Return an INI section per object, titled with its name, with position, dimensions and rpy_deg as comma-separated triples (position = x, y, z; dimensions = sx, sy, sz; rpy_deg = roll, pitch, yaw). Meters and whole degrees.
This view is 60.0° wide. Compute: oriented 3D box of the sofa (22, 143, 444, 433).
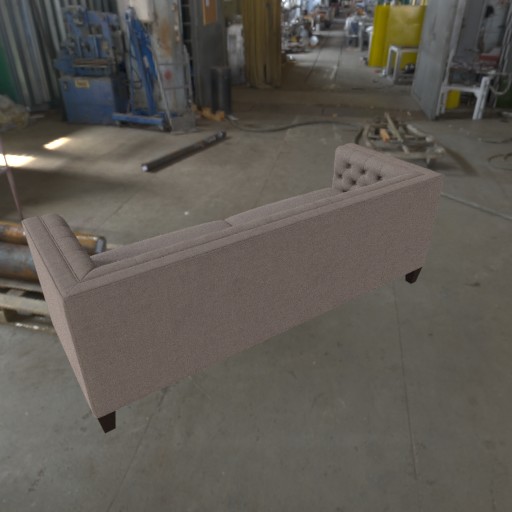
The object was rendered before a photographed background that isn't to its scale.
[sofa]
position = 0.000, 0.000, 2.529
dimensions = 2.159, 0.762, 0.775
rpy_deg = -19, 36, -29
